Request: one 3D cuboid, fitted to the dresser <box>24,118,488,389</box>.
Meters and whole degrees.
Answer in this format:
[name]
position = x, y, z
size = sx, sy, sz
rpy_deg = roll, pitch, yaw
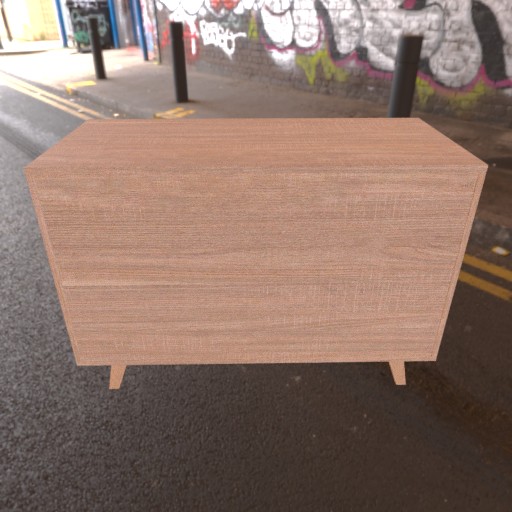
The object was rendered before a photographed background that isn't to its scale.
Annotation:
[dresser]
position = 0.000, 0.000, 1.469
size = 1.110, 0.780, 0.500
rpy_deg = -1, 30, -1
